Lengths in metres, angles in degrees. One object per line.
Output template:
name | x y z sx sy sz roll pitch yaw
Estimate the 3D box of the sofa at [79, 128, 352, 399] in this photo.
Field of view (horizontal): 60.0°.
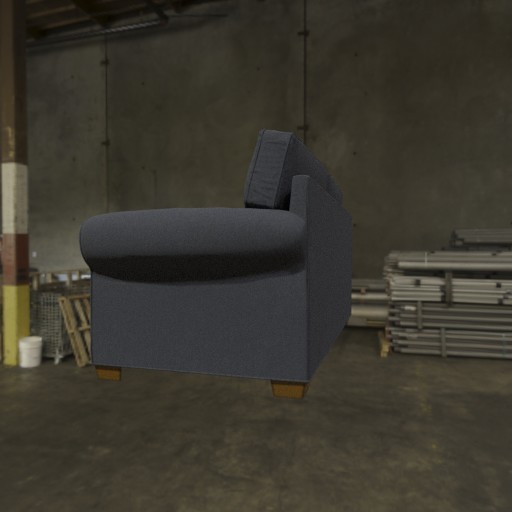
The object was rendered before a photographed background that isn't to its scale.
sofa | 0.000 0.000 2.591 0.951 1.031 2.009 0 1 17
